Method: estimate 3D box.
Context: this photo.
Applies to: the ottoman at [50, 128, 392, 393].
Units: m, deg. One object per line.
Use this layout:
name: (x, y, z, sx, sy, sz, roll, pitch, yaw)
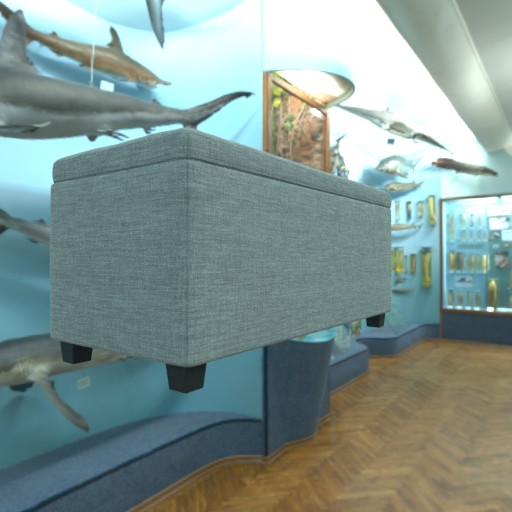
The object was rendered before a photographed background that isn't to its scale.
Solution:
ottoman: (0.000, 0.000, 1.135, 0.419, 0.432, 0.902, 0, 0, 37)
